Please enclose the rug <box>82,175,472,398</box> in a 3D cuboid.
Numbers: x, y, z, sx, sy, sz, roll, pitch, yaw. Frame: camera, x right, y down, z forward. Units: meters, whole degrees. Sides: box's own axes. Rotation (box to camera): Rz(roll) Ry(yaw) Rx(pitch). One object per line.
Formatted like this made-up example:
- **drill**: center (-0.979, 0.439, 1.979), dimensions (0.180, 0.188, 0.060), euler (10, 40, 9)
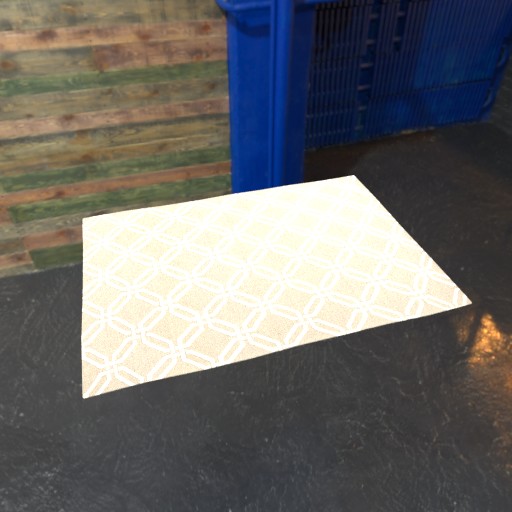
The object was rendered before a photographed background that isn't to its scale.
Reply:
- **rug**: center (0.000, 0.000, 2.835), dimensions (2.135, 0.013, 1.524), euler (-11, 41, -13)
